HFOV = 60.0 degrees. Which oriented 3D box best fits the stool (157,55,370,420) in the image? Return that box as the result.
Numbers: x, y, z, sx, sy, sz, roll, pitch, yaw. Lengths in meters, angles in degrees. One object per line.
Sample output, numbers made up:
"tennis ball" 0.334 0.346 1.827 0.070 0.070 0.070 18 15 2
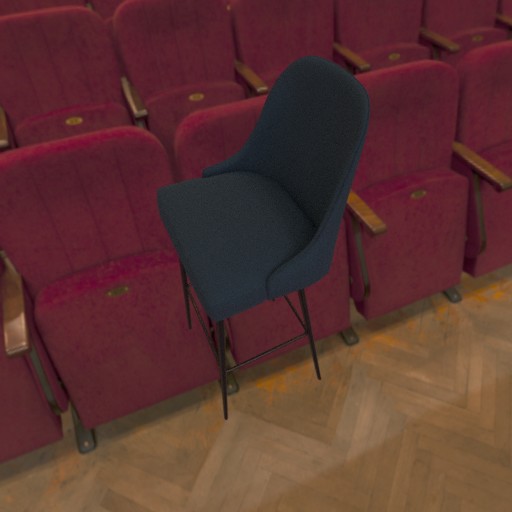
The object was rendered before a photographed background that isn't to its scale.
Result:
"stool" 0.000 0.000 1.391 0.489 1.079 0.527 -17 48 -16
